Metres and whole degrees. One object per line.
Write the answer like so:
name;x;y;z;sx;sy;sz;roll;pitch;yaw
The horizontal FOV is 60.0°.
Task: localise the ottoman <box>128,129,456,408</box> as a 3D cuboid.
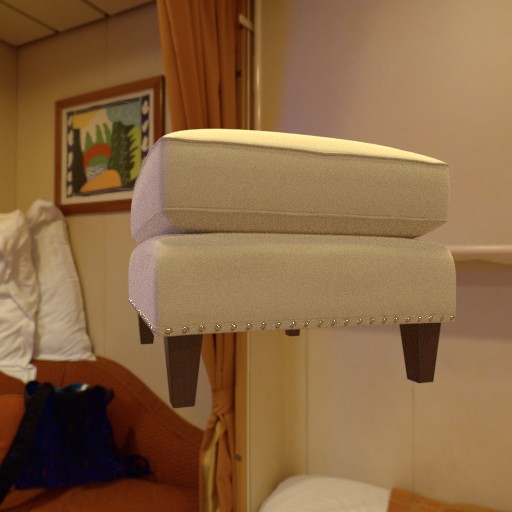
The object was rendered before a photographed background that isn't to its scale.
ottoman;0.000;0.000;1.118;0.584;0.513;0.741;1;-2;-19
